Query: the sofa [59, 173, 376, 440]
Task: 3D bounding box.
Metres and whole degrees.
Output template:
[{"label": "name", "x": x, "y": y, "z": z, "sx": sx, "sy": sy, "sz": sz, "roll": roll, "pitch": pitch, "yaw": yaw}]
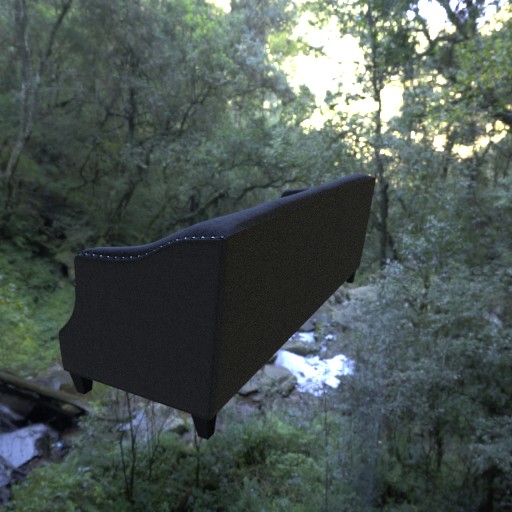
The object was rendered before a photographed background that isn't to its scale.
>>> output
[{"label": "sofa", "x": 0.000, "y": 0.000, "z": 2.732, "sx": 0.914, "sy": 0.901, "sz": 2.235, "roll": 8, "pitch": 18, "yaw": 26}]
